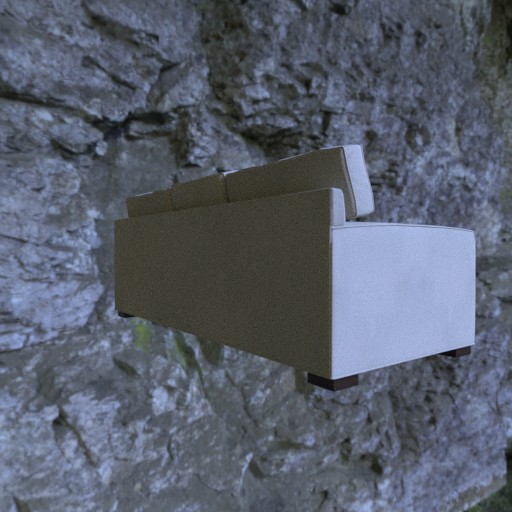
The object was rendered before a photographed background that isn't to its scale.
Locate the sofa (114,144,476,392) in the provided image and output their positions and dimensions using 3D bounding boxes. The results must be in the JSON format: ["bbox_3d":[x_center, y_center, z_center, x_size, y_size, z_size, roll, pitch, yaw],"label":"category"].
[{"bbox_3d":[0.000,0.000,2.549,0.935,0.862,2.088,-1,1,-37],"label":"sofa"}]
